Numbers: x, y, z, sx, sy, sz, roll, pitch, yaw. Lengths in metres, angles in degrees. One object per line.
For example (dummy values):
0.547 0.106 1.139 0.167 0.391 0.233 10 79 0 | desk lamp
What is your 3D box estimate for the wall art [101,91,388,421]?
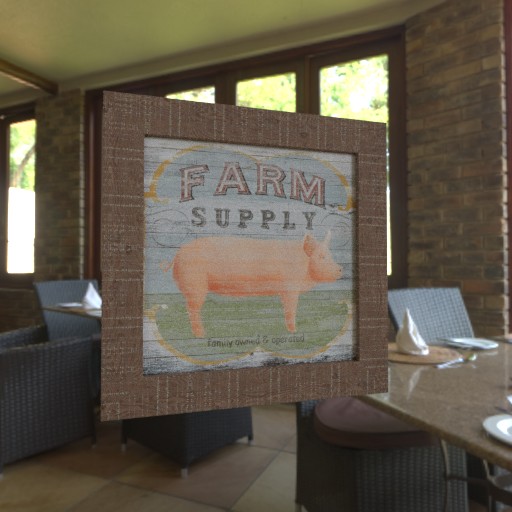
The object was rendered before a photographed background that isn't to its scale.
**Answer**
0.000 0.000 0.811 0.531 0.531 0.040 0 -1 -18 | wall art
